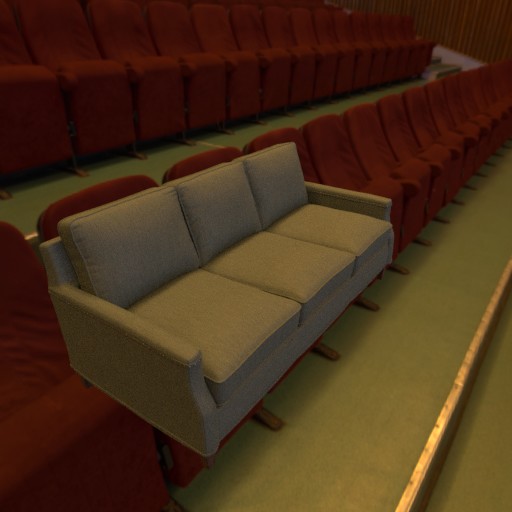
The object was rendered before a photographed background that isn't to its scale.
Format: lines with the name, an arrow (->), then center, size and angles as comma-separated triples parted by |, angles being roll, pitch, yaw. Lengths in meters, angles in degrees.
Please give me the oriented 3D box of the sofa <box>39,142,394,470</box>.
sofa -> 0.000, 0.000, 2.809 | 1.084, 1.003, 2.246 | 18, 32, 31
